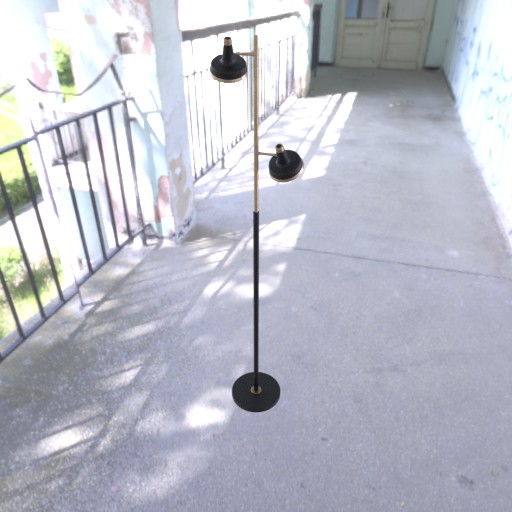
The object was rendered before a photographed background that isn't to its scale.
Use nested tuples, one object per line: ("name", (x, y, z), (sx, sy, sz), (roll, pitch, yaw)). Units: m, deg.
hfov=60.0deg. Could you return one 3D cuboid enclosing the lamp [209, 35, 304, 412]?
("lamp", (0.000, 0.000, 1.869), (0.351, 1.674, 0.253), (10, 33, 15))
